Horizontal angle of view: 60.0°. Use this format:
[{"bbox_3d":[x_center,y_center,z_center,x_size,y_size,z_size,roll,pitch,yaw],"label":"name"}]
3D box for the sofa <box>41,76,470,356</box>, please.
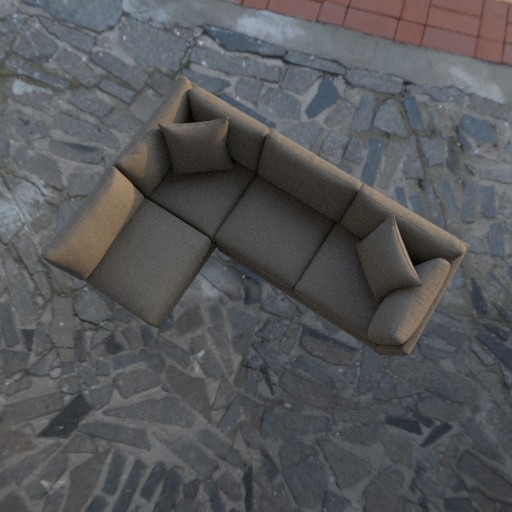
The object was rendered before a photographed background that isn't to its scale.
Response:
[{"bbox_3d":[0.000,0.000,3.795,2.896,0.978,1.994,32,79,7],"label":"sofa"}]
